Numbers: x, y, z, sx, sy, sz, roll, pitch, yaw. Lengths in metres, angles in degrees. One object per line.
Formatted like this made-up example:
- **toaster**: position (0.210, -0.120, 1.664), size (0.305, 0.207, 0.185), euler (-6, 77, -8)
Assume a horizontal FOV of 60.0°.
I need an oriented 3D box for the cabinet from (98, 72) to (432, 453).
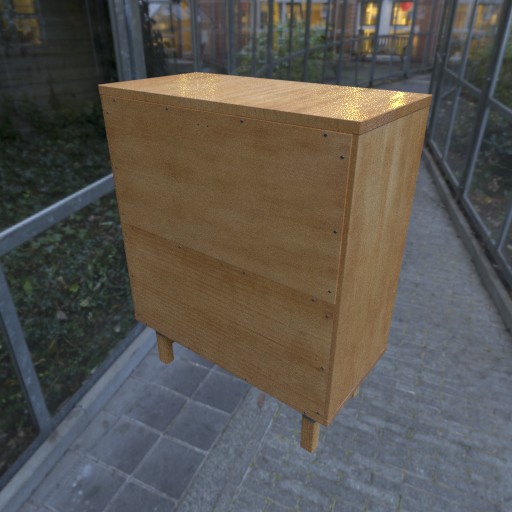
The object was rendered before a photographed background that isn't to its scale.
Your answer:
- **cabinet**: position (0.000, 0.000, 1.407), size (0.800, 1.001, 0.419), euler (20, 34, 32)
